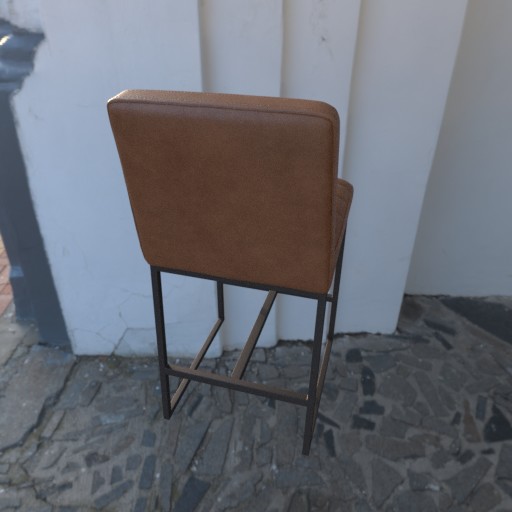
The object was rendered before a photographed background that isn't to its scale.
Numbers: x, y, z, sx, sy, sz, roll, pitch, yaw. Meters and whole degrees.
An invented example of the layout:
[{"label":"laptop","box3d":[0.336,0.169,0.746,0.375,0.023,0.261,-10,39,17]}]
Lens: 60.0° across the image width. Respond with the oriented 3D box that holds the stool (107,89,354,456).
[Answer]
[{"label":"stool","box3d":[0.000,0.000,1.219,0.458,0.940,0.556,9,32,14]}]
